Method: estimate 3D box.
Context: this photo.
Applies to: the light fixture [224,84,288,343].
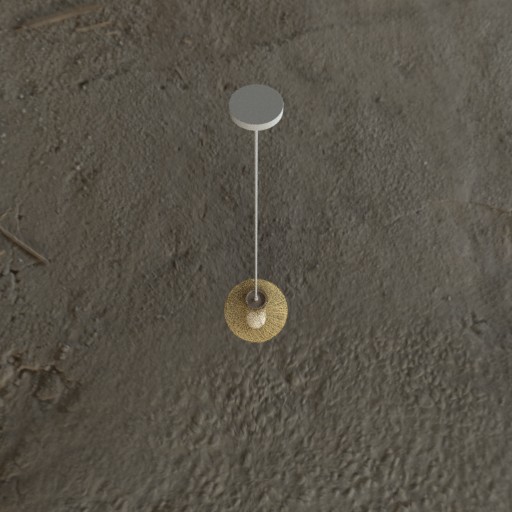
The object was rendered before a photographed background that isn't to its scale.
[{"bbox_3d":[0.000,0.000,2.156,0.407,1.955,0.406,-17,65,-8],"label":"light fixture"}]
